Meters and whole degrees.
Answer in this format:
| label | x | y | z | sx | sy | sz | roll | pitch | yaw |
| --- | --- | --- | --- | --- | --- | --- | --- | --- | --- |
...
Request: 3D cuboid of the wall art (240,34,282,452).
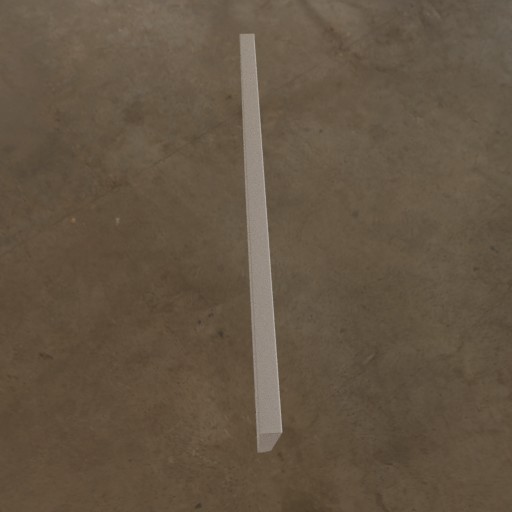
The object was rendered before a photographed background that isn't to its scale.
| label | x | y | z | sx | sy | sz | roll | pitch | yaw |
| --- | --- | --- | --- | --- | --- | --- | --- | --- | --- |
| wall art | 0.000 | 0.000 | 1.138 | 0.038 | 0.601 | 0.898 | -2 | 64 | -1 |
